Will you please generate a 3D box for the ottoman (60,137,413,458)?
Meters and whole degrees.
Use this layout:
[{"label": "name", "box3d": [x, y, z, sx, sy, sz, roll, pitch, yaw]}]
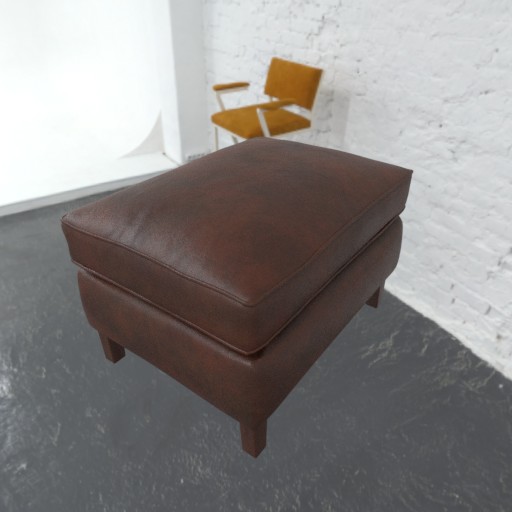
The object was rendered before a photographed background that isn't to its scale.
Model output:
[{"label": "ottoman", "box3d": [0.000, 0.000, 1.023, 0.501, 0.432, 0.665, 21, 38, 30]}]
